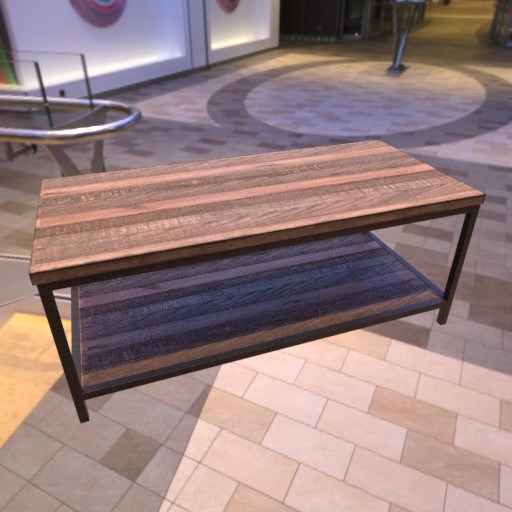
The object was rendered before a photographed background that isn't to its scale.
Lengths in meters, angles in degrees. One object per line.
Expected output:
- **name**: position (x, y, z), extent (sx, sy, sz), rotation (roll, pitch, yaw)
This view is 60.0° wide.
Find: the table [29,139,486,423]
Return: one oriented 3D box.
- **table**: position (0.000, 0.000, 1.186), extent (0.990, 0.399, 0.452), rotation (-11, 33, -17)
